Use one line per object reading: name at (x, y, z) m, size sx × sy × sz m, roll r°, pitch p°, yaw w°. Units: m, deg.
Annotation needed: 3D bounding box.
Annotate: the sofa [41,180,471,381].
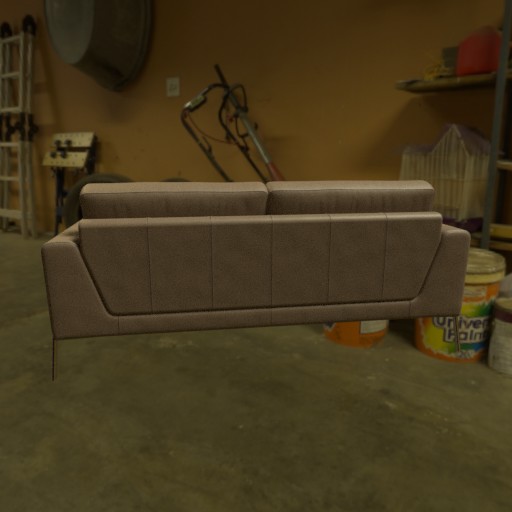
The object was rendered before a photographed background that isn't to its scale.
sofa at (0.000, 0.000, 2.506) m, size 2.017 × 0.875 × 0.953 m, roll -2°, pitch 13°, yaw -8°
